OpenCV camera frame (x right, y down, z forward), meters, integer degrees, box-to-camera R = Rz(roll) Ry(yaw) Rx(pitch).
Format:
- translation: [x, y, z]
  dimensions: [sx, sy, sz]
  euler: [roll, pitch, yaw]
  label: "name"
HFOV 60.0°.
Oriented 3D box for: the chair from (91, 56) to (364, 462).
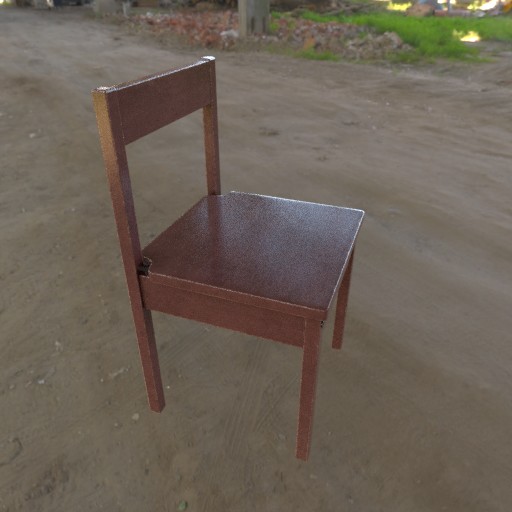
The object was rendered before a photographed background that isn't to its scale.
- translation: [0.000, 0.000, 0.877]
  dimensions: [0.361, 0.668, 0.367]
  euler: [11, 33, 17]
  label: "chair"
